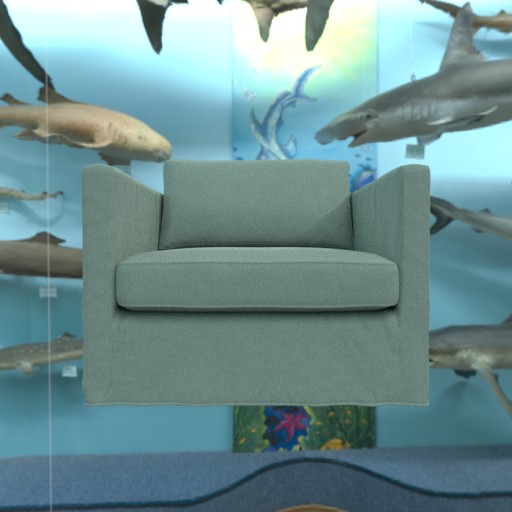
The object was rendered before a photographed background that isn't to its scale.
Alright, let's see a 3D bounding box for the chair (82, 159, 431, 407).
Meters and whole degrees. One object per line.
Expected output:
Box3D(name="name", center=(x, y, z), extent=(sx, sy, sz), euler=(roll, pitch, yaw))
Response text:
Box3D(name="chair", center=(0.000, 0.000, 1.746), extent=(1.057, 0.863, 0.949), euler=(0, 1, 0))
